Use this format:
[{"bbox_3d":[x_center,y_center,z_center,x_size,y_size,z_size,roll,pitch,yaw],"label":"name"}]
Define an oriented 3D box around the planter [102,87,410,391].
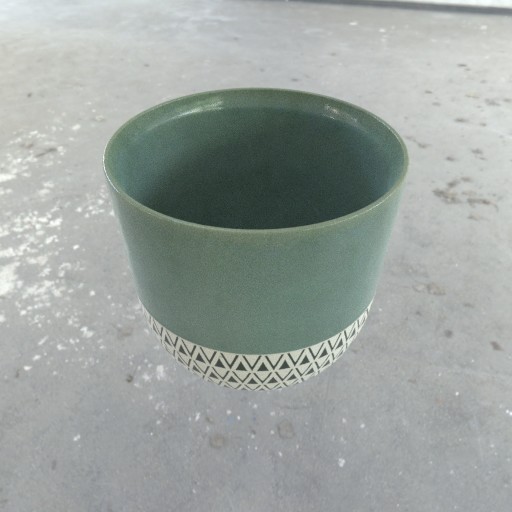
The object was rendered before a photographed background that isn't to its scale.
[{"bbox_3d":[0.000,0.000,0.483,0.266,0.270,0.266,0,41,0],"label":"planter"}]
